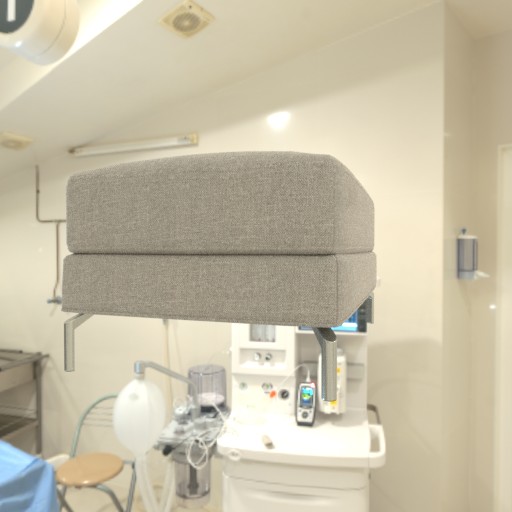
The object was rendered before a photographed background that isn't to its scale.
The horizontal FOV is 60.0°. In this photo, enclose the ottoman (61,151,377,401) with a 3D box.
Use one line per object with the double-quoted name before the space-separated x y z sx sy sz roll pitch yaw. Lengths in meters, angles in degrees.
"ottoman" 0.000 0.000 1.189 0.584 0.457 0.838 0 1 19
